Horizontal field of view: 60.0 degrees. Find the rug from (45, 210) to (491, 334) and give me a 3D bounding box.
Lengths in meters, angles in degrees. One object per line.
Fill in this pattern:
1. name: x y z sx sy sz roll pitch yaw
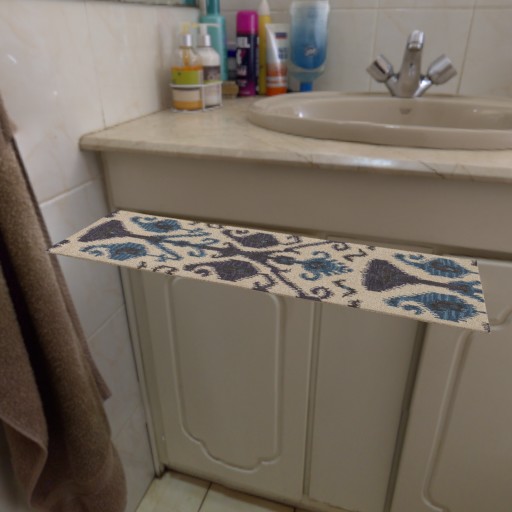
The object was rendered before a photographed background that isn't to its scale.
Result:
1. rug: 0.000 0.000 2.457 2.301 0.017 0.692 9 28 17
